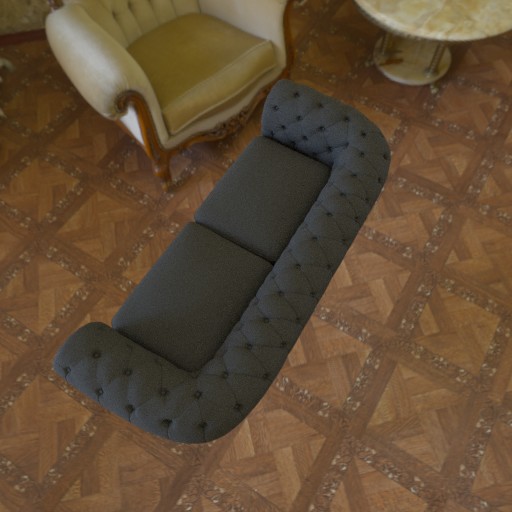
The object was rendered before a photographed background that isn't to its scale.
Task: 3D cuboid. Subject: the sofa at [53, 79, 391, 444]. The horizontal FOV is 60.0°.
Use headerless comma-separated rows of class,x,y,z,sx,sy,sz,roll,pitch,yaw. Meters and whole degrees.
sofa,0.000,0.000,2.763,0.991,0.762,2.362,28,66,14
